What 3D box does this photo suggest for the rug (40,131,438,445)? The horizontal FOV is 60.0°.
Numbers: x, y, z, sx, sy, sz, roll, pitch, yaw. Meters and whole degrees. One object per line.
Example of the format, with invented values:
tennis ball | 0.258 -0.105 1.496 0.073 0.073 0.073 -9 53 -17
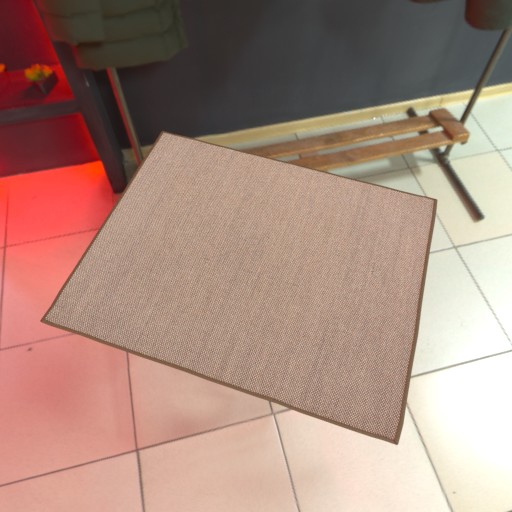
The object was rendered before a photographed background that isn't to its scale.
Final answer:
rug | 0.000 0.000 4.076 3.041 0.020 2.413 16 60 10
